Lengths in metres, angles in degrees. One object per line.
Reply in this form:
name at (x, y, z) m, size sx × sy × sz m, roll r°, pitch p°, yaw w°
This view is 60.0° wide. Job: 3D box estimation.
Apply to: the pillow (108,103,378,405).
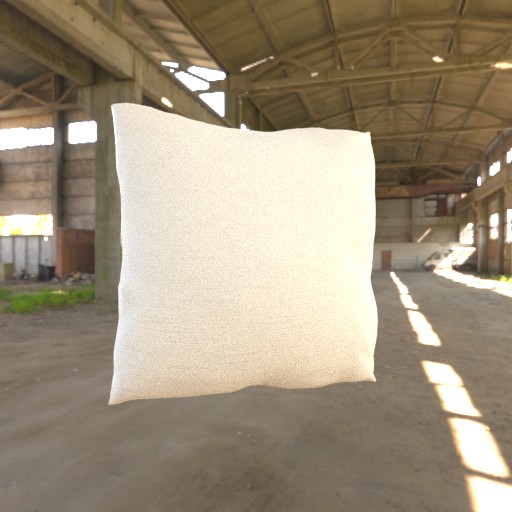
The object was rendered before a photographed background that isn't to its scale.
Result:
pillow at (0.000, 0.000, 0.709) m, size 0.450 × 0.448 × 0.245 m, roll 0°, pitch 0°, yaw -17°
